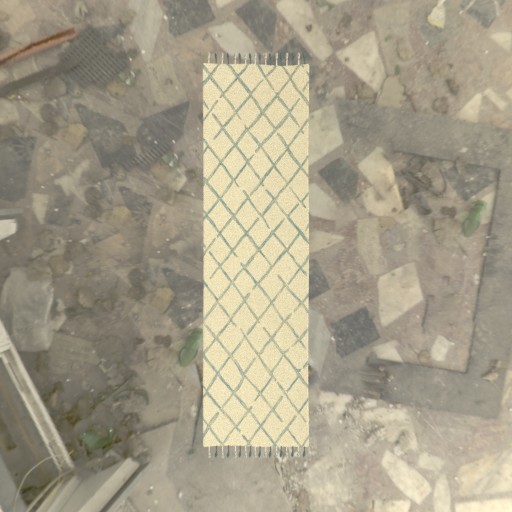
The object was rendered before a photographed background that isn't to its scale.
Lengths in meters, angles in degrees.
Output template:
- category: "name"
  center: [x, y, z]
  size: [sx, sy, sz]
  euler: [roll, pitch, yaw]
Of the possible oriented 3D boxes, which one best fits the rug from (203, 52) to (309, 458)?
- category: "rug"
  center: [0.000, 0.000, 2.592]
  size: [0.620, 0.008, 2.372]
  euler: [0, 90, 0]
